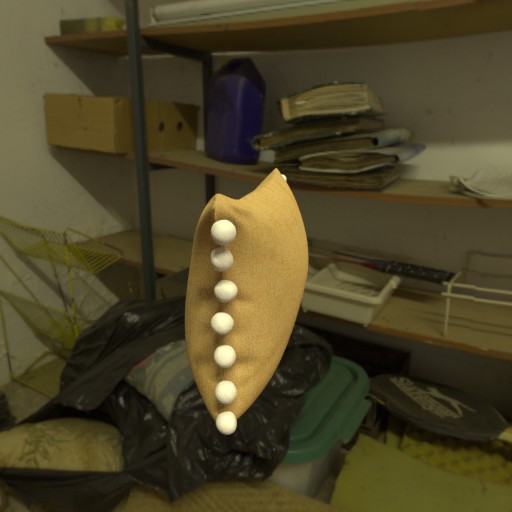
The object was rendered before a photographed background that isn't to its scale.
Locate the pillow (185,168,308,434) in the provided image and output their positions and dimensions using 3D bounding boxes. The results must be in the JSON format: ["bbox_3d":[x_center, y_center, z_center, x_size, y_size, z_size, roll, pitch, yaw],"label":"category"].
[{"bbox_3d":[0.000,0.000,0.865,0.201,0.322,0.709,2,15,9],"label":"pillow"}]
